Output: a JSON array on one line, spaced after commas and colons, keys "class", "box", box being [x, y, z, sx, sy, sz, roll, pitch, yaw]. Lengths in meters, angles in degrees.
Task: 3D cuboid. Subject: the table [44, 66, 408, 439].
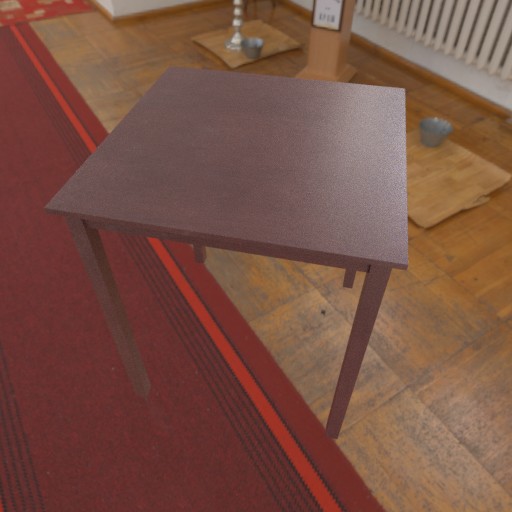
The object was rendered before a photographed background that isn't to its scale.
[{"class": "table", "box": [0.000, 0.000, 1.657, 0.861, 0.991, 0.861, 9, 46, 9]}]
